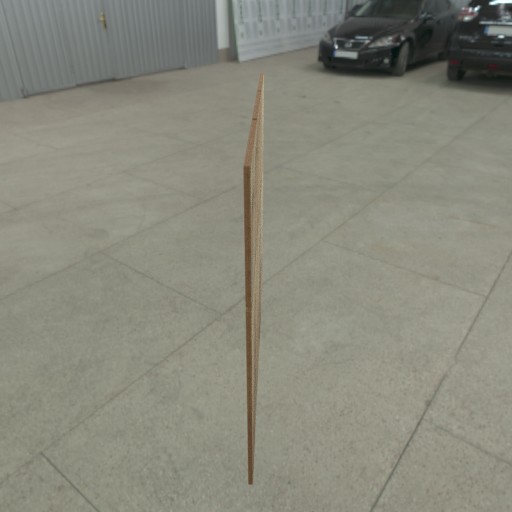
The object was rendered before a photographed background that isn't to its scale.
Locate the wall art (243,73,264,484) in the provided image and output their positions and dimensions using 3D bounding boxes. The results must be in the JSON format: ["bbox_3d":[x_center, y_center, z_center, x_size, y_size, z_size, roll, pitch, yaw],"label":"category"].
[{"bbox_3d":[0.000,0.000,1.368,0.018,0.913,0.915,1,32,2],"label":"wall art"}]
